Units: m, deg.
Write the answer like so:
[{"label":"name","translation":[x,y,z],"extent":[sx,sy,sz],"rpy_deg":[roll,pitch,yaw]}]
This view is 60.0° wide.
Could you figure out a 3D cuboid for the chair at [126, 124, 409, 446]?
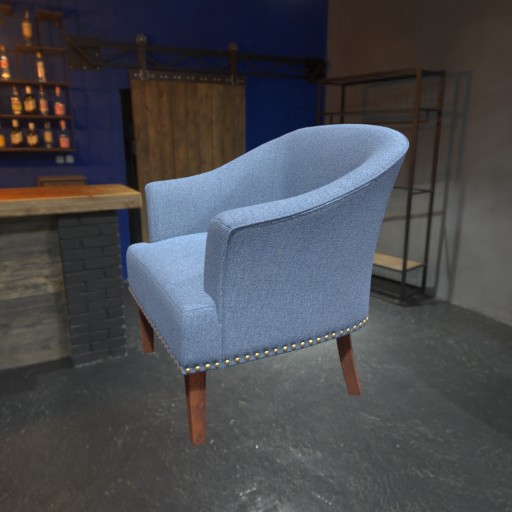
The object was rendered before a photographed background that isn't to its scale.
[{"label":"chair","translation":[0.000,0.000,1.417],"extent":[0.704,0.815,0.772],"rpy_deg":[-7,17,-25]}]
